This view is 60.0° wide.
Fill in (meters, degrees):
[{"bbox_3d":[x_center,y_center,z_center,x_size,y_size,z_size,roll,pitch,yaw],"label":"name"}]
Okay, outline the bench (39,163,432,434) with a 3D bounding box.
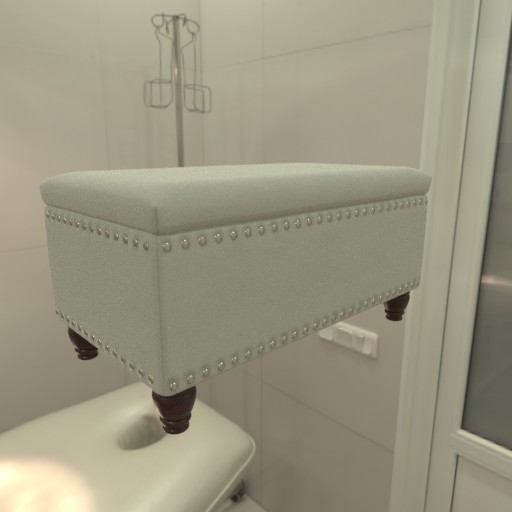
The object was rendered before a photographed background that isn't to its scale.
[{"bbox_3d":[0.000,0.000,1.163,0.887,0.449,0.500,-13,19,-42],"label":"bench"}]
